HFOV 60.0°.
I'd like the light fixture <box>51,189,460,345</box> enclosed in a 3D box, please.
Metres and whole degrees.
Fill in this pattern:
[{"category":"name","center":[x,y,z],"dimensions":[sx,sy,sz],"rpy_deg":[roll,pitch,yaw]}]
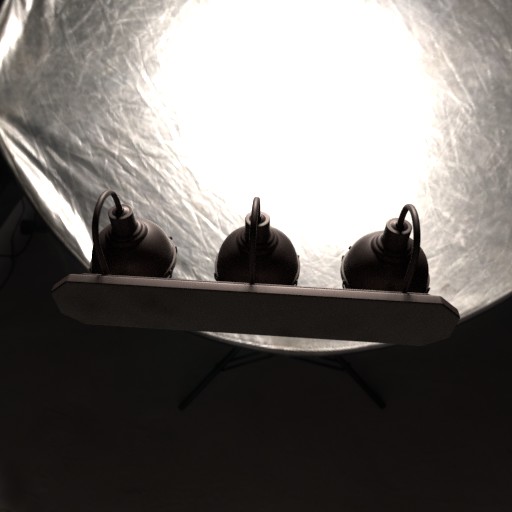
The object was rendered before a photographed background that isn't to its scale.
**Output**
[{"category":"light fixture","center":[0.000,0.000,0.767],"dimensions":[0.634,0.254,0.229],"rpy_deg":[3,46,3]}]
